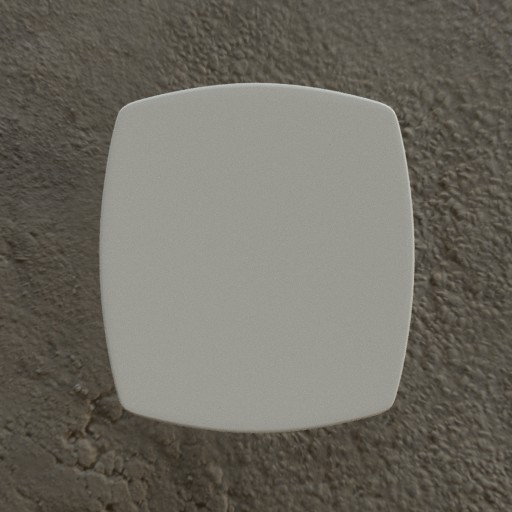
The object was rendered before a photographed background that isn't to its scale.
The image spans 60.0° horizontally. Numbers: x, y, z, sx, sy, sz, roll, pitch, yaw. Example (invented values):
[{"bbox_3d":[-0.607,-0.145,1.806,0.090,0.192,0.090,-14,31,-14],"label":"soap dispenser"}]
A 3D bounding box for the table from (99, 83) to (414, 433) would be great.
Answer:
[{"bbox_3d":[0.000,0.000,0.852,0.451,0.438,0.502,0,91,-1],"label":"table"}]
